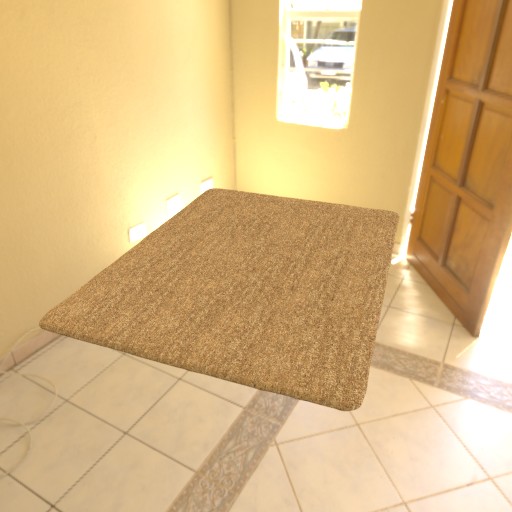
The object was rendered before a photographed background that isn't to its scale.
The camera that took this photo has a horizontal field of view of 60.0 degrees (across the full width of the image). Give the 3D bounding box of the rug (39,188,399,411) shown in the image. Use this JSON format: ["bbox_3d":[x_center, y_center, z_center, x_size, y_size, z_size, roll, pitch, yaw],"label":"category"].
[{"bbox_3d":[0.000,0.000,3.874,2.242,0.050,2.873,10,31,17],"label":"rug"}]
